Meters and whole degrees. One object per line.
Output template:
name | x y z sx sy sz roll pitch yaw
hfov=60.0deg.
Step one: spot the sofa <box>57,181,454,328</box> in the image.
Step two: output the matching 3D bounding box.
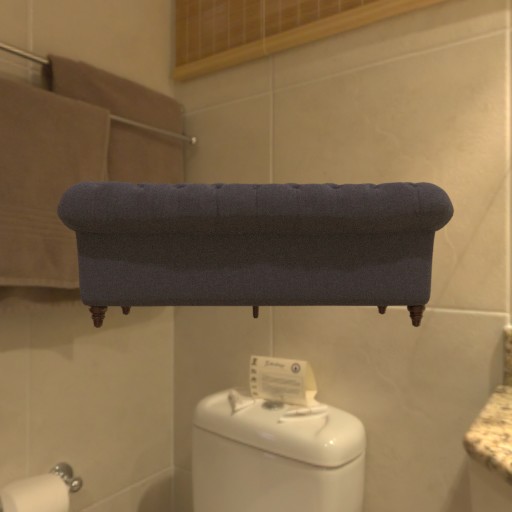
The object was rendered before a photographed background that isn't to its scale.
sofa | 0.000 0.000 2.783 2.335 0.836 1.046 0 0 -1
